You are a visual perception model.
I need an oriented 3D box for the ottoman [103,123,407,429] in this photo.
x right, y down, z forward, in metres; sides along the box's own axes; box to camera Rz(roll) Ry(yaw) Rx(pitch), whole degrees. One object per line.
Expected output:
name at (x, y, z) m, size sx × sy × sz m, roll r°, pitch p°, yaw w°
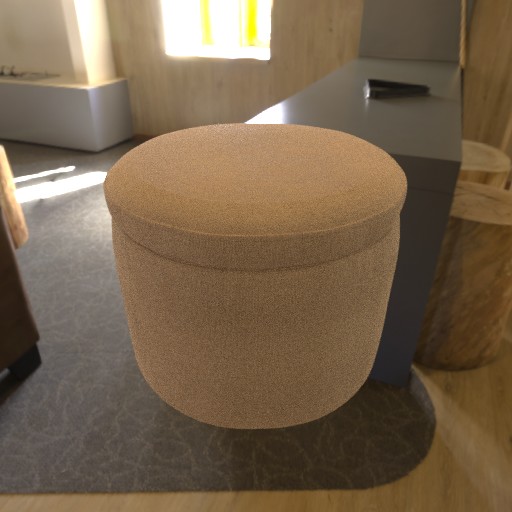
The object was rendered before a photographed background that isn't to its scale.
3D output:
ottoman at (0.000, 0.000, 0.831) m, size 0.497 × 0.409 × 0.497 m, roll 0°, pitch 31°, yaw 0°
